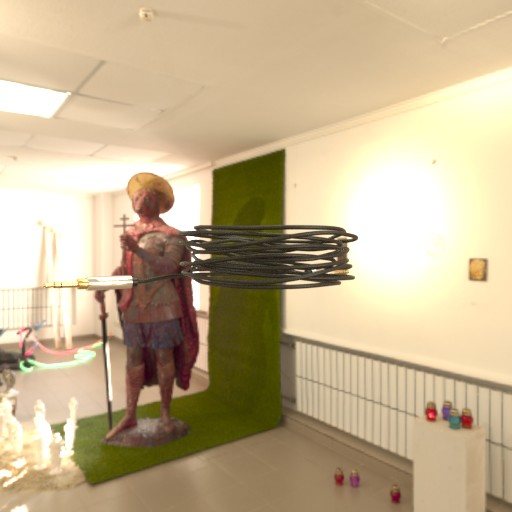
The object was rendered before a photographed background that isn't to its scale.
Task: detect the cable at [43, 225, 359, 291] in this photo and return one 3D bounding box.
[{"bbox_3d":[0.000,0.000,0.506,0.432,0.069,0.198,-1,1,-37],"label":"cable"}]
